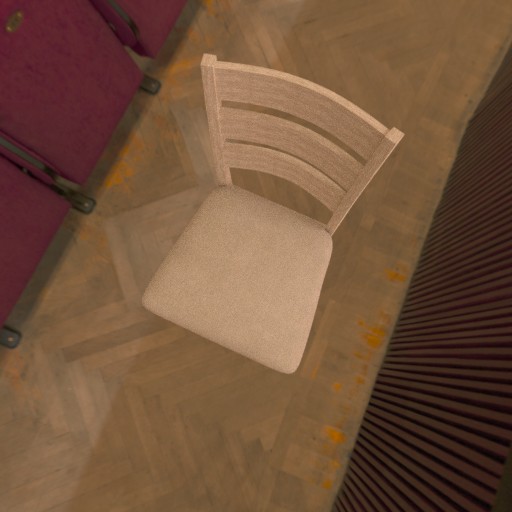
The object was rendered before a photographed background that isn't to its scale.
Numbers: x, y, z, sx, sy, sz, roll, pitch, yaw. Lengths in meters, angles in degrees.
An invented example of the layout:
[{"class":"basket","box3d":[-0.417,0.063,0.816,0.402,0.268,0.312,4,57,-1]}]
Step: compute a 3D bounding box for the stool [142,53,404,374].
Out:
[{"class":"stool","box3d":[0.000,0.000,1.351,0.484,1.032,0.569,24,78,5]}]
